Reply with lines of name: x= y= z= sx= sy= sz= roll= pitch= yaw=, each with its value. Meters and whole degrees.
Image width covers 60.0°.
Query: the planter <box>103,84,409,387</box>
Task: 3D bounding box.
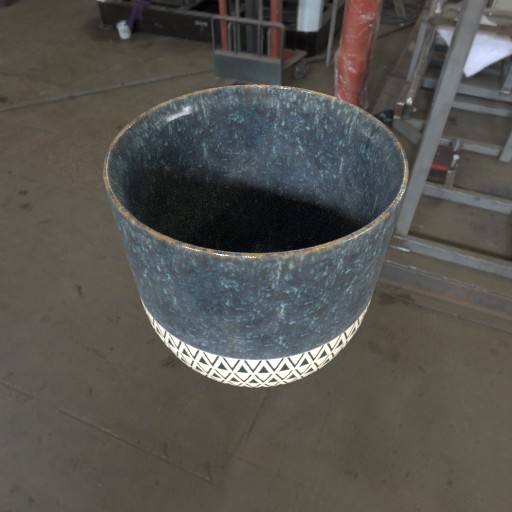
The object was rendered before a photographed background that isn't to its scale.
planter: x=0.000 y=0.000 z=0.491 sx=0.266 sy=0.270 sz=0.266 roll=0 pitch=46 yaw=0
